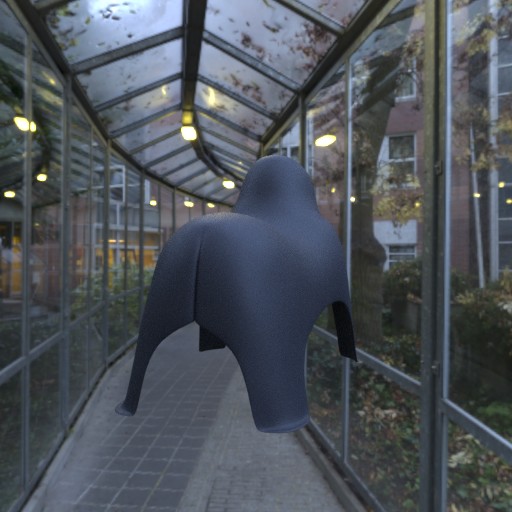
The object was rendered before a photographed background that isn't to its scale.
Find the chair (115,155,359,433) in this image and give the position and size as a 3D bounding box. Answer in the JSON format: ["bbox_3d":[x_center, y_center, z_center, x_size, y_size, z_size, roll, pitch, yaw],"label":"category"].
[{"bbox_3d":[0.000,0.000,1.140,0.490,0.600,0.758,0,0,17],"label":"chair"}]
